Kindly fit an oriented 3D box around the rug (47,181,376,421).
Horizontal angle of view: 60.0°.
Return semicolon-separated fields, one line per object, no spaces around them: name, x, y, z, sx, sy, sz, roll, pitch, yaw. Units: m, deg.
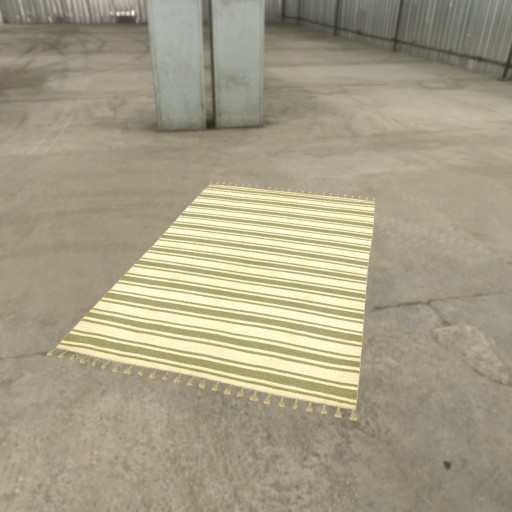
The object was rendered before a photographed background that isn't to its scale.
rug;0.000;0.000;3.056;1.540;0.018;2.435;8;32;13
